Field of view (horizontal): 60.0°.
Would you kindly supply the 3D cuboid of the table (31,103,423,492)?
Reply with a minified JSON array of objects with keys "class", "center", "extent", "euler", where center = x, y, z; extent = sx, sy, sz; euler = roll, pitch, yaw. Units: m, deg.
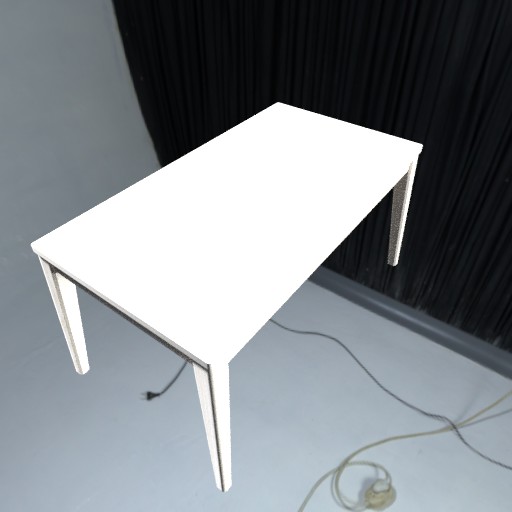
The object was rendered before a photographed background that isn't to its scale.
[{"class":"table","center":[0.000,0.000,2.085],"extent":[0.900,0.760,1.600],"euler":[26,48,27]}]
